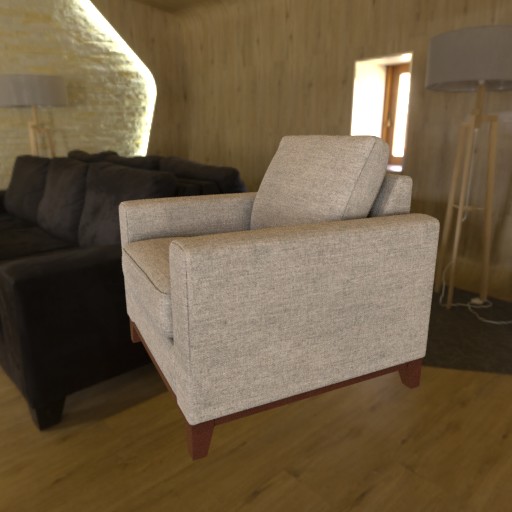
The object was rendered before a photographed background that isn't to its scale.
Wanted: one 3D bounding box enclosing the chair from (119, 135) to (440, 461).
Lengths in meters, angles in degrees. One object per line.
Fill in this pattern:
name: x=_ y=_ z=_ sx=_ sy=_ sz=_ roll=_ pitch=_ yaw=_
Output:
chair: x=0.000 y=0.000 z=1.915 sx=1.038 sy=1.010 sz=1.024 roll=-8 pitch=17 yaw=-25
